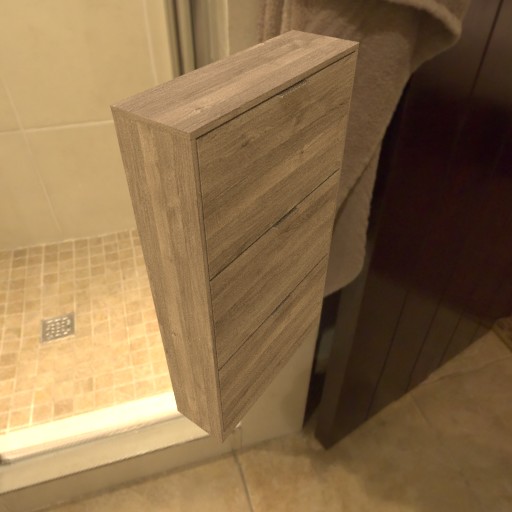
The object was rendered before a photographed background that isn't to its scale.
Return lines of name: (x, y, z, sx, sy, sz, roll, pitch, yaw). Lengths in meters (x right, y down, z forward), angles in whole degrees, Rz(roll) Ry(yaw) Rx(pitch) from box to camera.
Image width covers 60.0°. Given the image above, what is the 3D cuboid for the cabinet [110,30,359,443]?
cabinet: (0.000, 0.000, 1.567, 0.250, 1.280, 0.750, 25, 47, 26)
